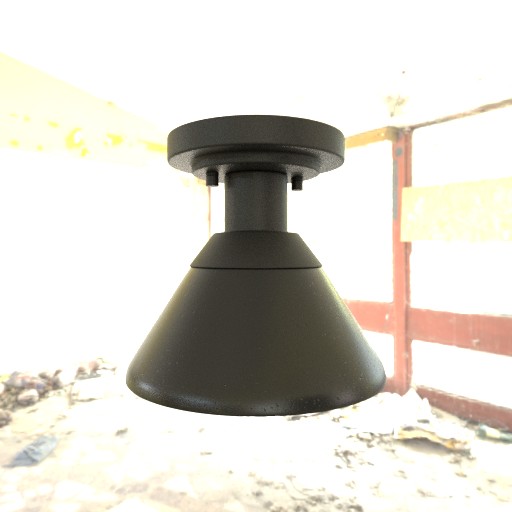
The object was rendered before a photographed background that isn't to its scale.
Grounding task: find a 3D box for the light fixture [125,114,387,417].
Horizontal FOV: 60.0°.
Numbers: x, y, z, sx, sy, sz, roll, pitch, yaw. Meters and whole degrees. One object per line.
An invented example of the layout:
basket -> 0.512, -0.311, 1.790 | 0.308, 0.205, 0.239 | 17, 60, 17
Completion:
light fixture -> 0.000, 0.000, 0.354 | 0.200, 0.183, 0.200 | 0, 0, 0
